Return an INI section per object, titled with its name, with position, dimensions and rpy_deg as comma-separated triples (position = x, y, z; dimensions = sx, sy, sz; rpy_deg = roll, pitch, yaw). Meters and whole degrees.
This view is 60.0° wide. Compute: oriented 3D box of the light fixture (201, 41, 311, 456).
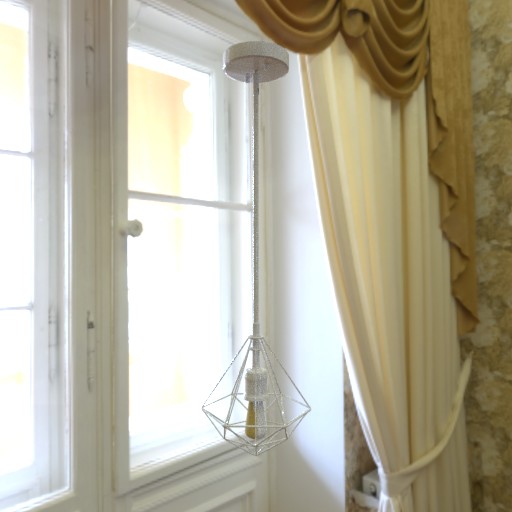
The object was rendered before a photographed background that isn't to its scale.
[light fixture]
position = 0.000, 0.000, 1.964
dimensions = 0.487, 1.764, 0.431
rpy_deg = 0, 0, 1
